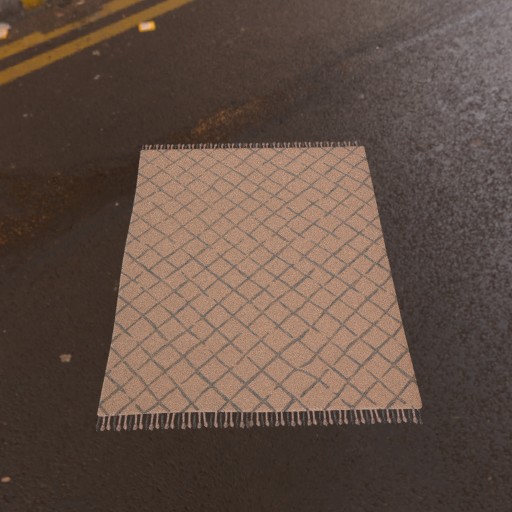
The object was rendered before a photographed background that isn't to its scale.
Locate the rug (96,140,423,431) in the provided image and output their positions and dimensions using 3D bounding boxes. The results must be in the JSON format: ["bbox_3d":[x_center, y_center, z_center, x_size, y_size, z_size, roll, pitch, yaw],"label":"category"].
[{"bbox_3d":[0.000,0.000,4.839,2.892,0.036,3.585,-1,57,-1],"label":"rug"}]
